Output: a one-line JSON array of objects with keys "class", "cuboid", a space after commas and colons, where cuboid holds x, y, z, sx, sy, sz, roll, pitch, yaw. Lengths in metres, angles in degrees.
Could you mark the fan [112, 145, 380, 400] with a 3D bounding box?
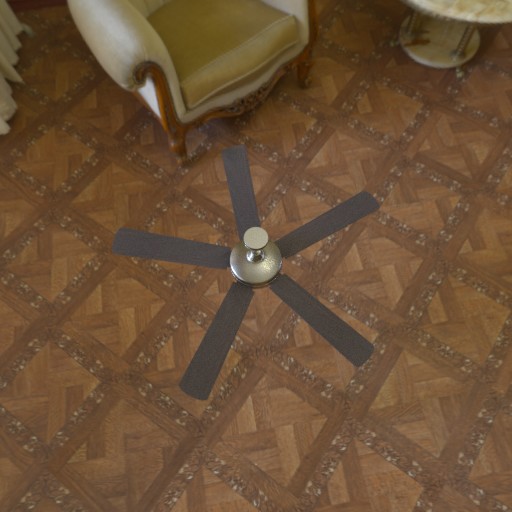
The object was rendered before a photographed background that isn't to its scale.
[{"class": "fan", "cuboid": [0.000, 0.000, 2.037, 1.321, 0.356, 1.321, 31, 69, 14]}]
